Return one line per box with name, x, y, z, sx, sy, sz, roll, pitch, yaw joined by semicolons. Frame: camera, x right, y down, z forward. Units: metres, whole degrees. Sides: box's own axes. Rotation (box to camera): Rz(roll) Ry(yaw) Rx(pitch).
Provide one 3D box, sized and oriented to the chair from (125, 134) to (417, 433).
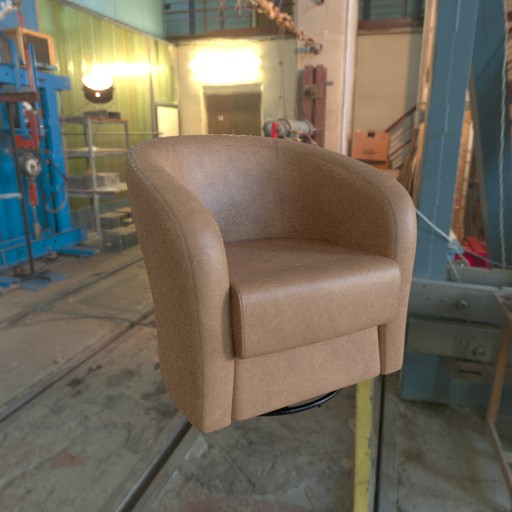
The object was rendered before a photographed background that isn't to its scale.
chair;0.000;0.000;1.460;0.791;0.771;0.815;-8;17;-27
